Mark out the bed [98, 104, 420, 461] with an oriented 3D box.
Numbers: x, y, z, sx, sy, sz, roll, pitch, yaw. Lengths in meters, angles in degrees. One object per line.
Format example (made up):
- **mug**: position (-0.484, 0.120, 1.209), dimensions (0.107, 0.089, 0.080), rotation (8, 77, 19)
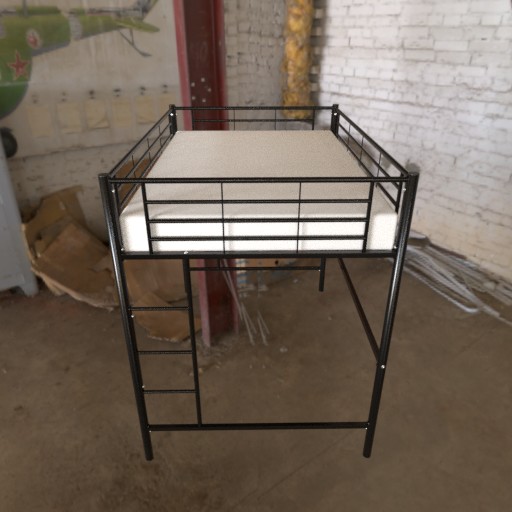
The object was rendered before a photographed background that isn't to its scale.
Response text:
- **bed**: position (0.000, 0.000, 3.197), dimensions (1.397, 1.803, 1.994), rotation (0, 27, -1)
